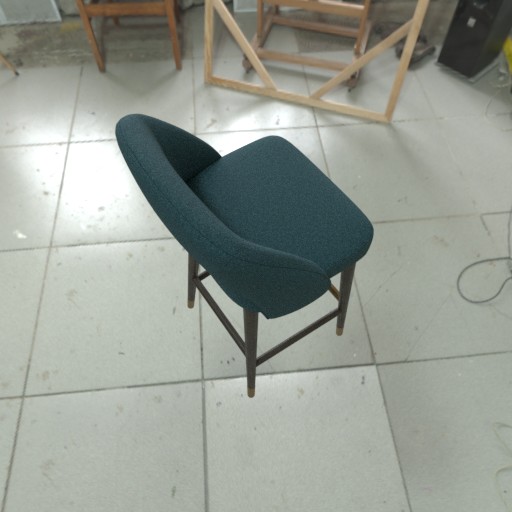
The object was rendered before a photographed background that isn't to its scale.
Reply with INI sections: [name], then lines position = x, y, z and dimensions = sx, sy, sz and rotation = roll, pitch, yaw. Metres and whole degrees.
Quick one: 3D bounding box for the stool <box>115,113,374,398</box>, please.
[stool]
position = 0.000, 0.000, 1.333
dimensions = 0.522, 1.032, 0.536
rotation = -31, 63, -18
